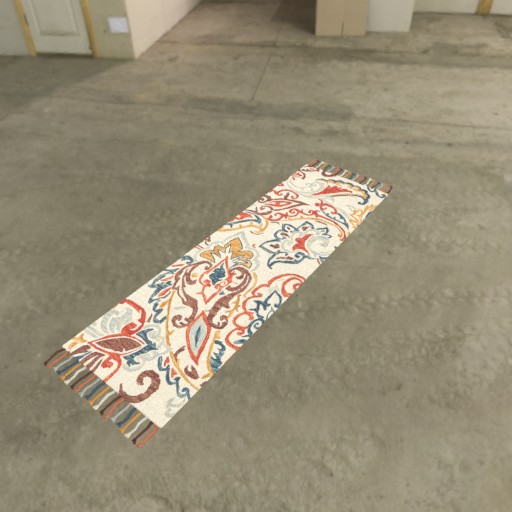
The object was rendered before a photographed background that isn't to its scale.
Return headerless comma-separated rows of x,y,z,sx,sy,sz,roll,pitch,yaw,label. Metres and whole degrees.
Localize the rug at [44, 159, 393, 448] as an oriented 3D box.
0.000,0.000,2.931,0.763,0.015,2.682,27,48,27,rug
